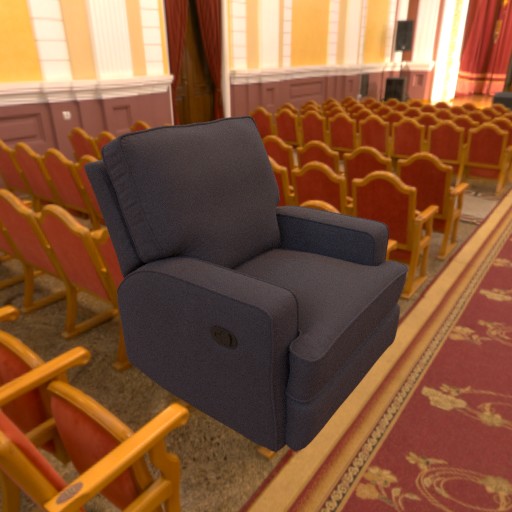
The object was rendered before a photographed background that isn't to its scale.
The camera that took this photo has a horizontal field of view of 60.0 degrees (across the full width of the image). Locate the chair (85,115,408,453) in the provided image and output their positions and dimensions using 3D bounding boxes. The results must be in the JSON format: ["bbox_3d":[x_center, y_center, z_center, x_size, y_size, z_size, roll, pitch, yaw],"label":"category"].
[{"bbox_3d":[0.000,0.000,1.707,0.964,0.962,0.861,18,30,33],"label":"chair"}]
